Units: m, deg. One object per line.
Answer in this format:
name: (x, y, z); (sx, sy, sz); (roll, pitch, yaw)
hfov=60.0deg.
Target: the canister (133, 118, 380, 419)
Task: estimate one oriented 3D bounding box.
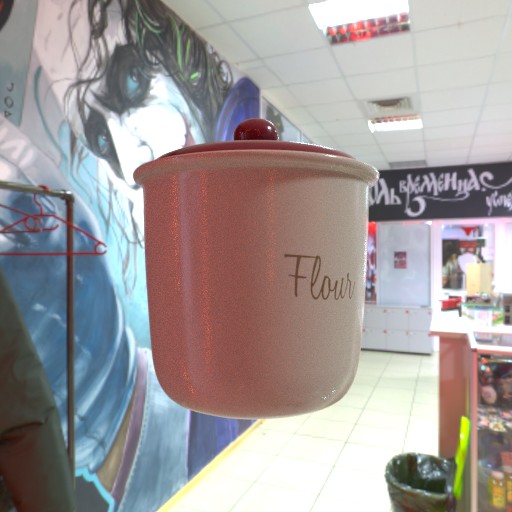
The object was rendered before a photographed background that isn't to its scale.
canister: (0.000, 0.000, 0.338); (0.182, 0.208, 0.182); (0, -1, 0)
